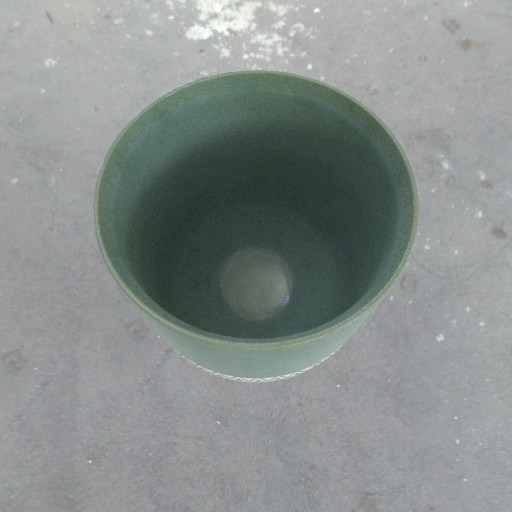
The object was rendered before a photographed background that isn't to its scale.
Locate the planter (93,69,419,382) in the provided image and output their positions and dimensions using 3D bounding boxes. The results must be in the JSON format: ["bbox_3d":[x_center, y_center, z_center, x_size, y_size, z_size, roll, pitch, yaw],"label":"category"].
[{"bbox_3d":[0.000,0.000,0.486,0.266,0.270,0.266,0,66,0],"label":"planter"}]
